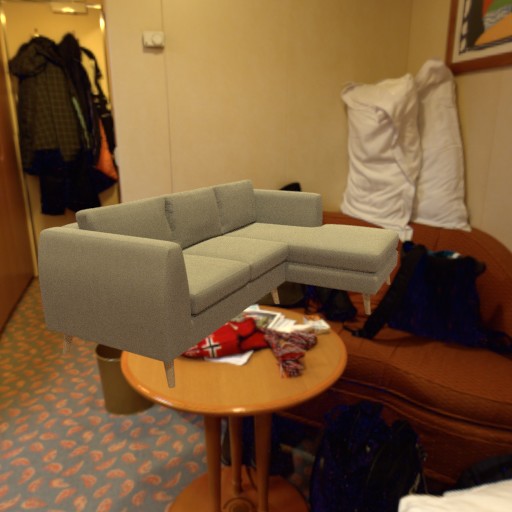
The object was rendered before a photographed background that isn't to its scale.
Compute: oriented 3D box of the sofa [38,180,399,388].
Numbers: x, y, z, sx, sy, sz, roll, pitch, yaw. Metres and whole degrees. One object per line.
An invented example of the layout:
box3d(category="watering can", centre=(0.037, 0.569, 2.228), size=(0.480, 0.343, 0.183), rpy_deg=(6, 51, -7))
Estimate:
box3d(category="sofa", centre=(0.000, 0.000, 3.129), size=(1.580, 0.860, 2.300), rpy_deg=(8, 17, 26))
